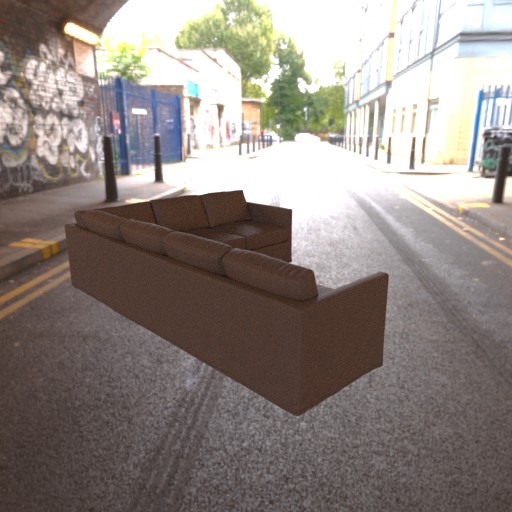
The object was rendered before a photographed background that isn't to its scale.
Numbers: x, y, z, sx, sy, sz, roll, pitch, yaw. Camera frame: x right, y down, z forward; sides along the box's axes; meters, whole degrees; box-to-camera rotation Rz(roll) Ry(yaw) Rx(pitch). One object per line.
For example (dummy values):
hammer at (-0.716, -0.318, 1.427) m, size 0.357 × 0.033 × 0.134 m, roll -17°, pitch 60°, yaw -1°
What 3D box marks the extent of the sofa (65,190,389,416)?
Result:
sofa at (0.000, 0.000, 4.319) m, size 2.432 × 0.871 × 3.182 m, roll -15°, pitch 21°, yaw -42°
